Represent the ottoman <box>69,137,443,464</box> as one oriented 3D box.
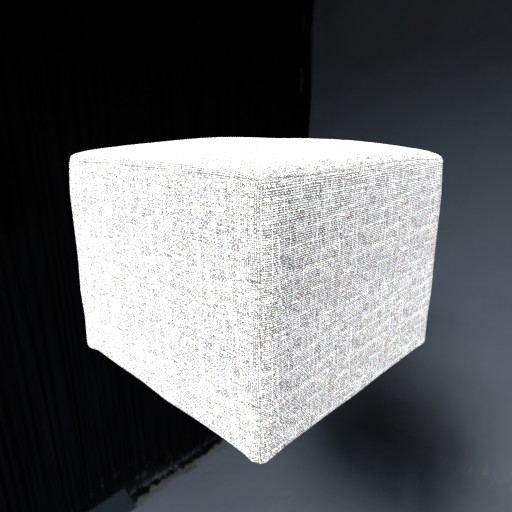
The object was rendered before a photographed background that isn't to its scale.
[{"bbox_3d":[0.000,0.000,0.881,0.521,0.453,0.512,15,22,42],"label":"ottoman"}]
